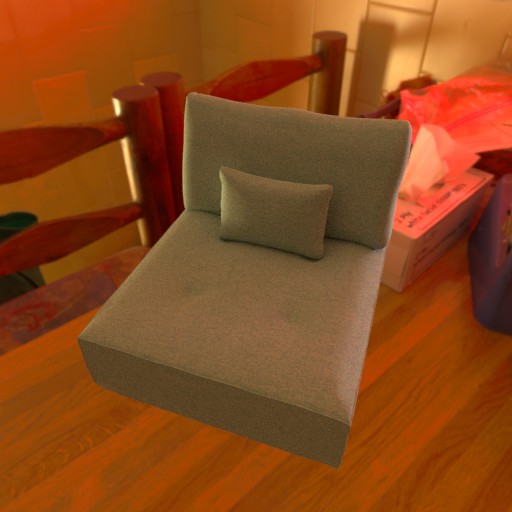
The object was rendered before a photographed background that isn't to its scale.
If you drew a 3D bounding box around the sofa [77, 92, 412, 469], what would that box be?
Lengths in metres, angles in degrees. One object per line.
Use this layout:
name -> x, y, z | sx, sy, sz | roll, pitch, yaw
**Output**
sofa -> 0.000, 0.000, 1.663 | 0.930, 0.820, 1.000 | 13, 42, 15
